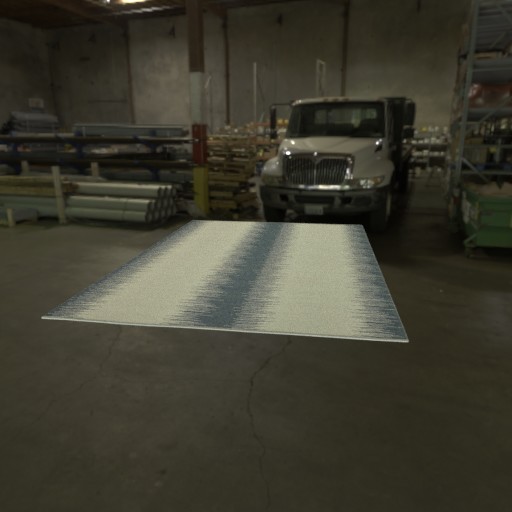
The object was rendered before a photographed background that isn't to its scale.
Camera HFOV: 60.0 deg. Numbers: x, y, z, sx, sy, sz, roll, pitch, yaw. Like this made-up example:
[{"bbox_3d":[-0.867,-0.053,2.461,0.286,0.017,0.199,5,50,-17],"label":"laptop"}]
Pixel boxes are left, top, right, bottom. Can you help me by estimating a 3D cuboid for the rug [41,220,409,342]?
[{"bbox_3d":[0.000,0.000,2.330,1.234,0.006,1.854,2,15,8],"label":"rug"}]
